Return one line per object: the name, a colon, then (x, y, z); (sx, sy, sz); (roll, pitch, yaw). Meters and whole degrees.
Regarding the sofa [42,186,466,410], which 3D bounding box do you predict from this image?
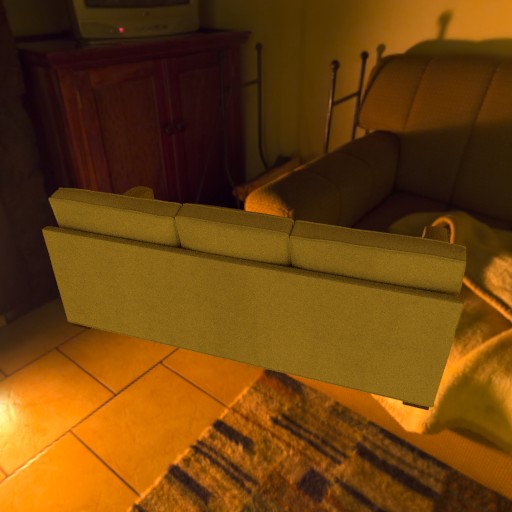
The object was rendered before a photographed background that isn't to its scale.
sofa: (0.000, 0.000, 2.562); (2.093, 0.862, 0.936); (10, 33, 15)
